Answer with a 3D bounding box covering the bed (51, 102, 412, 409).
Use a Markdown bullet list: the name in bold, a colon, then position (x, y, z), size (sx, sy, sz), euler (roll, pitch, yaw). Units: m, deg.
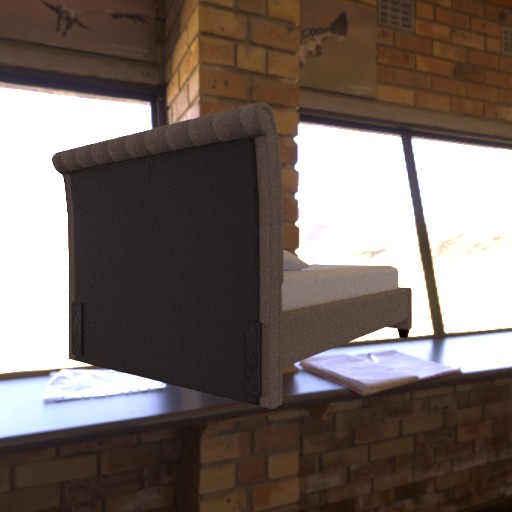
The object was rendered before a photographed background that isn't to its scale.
- **bed**: position (0.000, 0.000, 3.291), size (1.645, 1.371, 2.252), euler (0, 0, 36)
